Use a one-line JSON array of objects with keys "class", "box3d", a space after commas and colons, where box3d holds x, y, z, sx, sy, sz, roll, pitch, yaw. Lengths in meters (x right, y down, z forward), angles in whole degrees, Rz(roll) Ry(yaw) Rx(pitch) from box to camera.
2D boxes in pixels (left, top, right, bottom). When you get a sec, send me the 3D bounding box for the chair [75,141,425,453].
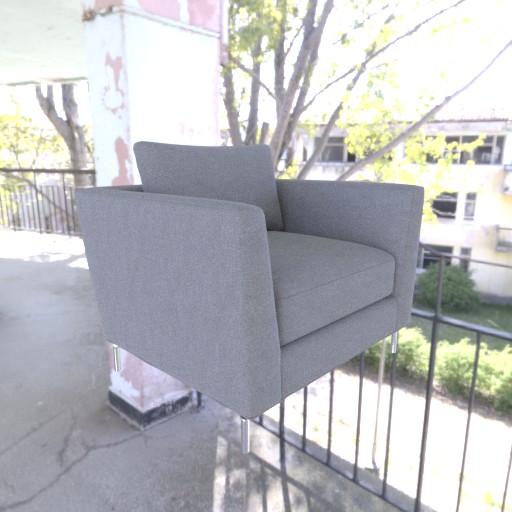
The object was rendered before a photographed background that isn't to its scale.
[{"class": "chair", "box3d": [0.000, 0.000, 1.726, 0.889, 0.864, 1.041, 12, 18, 42]}]
